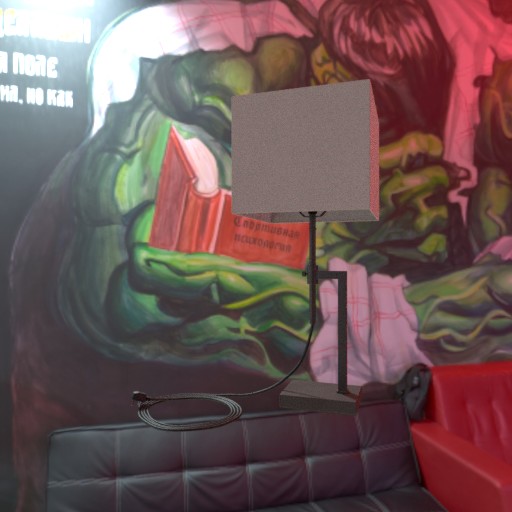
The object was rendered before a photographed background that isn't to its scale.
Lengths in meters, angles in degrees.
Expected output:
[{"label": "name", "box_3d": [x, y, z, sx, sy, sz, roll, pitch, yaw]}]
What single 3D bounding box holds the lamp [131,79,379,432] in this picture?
[{"label": "lamp", "box_3d": [0.000, 0.000, 0.982, 0.504, 0.660, 0.399, 0, 0, 19]}]
